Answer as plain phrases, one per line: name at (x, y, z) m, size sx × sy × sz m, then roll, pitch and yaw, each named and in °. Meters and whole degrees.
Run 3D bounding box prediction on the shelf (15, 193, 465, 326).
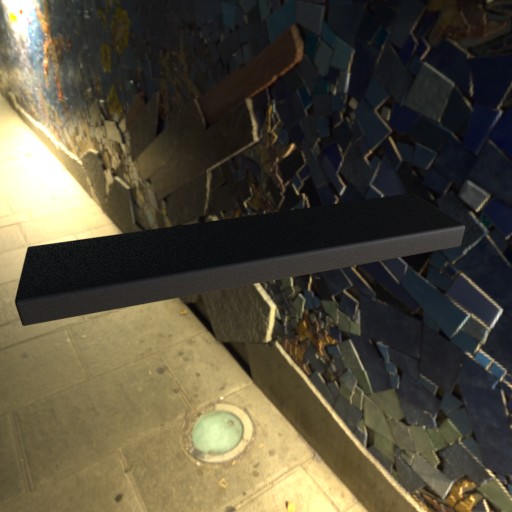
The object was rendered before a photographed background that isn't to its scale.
shelf at (0.000, 0.000, 0.483) m, size 0.456 × 0.053 × 0.102 m, roll -9°, pitch 32°, yaw -15°
